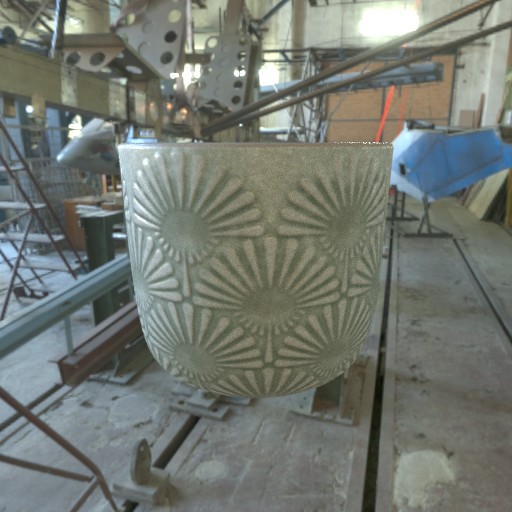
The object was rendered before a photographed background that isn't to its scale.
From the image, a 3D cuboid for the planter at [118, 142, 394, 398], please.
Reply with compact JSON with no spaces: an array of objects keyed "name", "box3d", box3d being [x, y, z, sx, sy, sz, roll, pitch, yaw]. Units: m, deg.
[{"name":"planter","box3d":[0.000,0.000,0.221,0.124,0.109,0.124,0,14,0]}]
